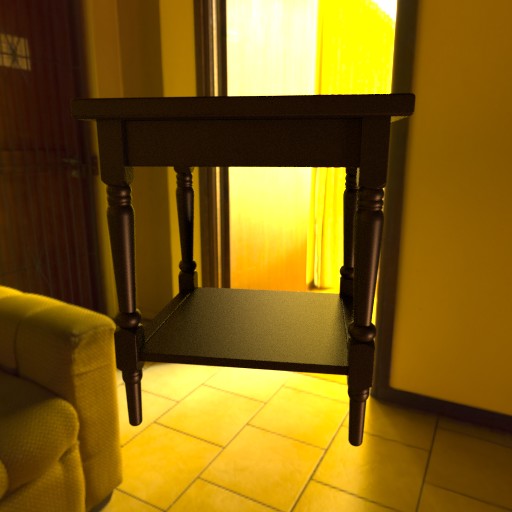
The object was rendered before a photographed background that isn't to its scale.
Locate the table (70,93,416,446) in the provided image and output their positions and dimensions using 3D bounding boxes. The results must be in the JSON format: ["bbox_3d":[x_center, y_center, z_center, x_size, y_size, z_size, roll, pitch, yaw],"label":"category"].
[{"bbox_3d":[0.000,0.000,0.894,0.488,0.565,0.442,2,14,8],"label":"table"}]
